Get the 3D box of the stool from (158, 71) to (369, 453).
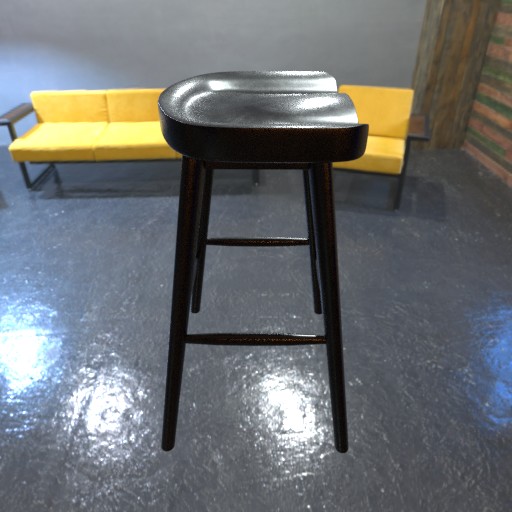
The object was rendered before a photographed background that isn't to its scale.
[{"bbox_3d":[0.000,0.000,0.869,0.361,0.615,0.440,0,32,1],"label":"stool"}]
